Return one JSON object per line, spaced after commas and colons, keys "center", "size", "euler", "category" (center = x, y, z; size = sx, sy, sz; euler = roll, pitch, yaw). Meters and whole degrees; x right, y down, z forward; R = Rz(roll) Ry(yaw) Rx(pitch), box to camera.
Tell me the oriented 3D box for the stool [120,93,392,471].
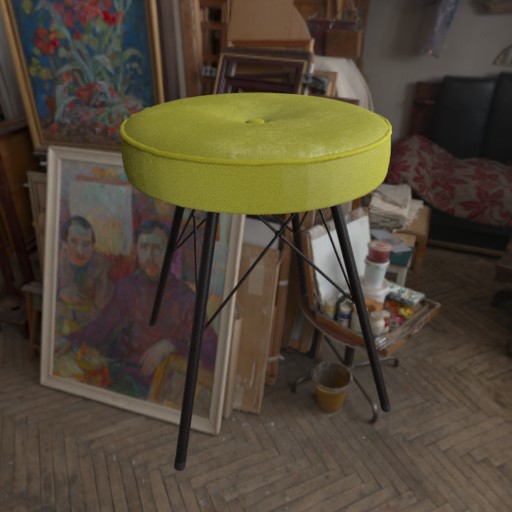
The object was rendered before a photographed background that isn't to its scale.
{"center": [0.000, 0.000, 0.800], "size": [0.409, 0.508, 0.409], "euler": [-9, 31, -15], "category": "stool"}
